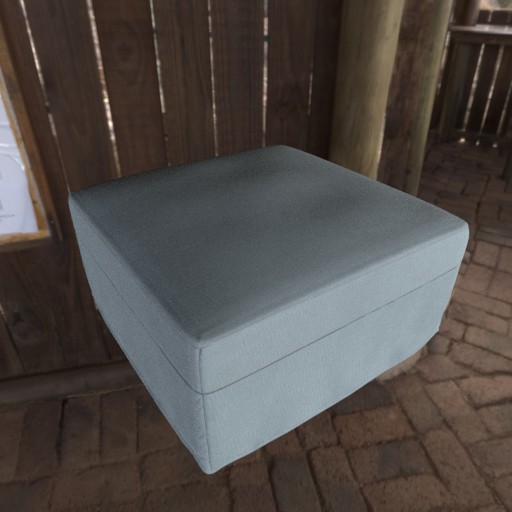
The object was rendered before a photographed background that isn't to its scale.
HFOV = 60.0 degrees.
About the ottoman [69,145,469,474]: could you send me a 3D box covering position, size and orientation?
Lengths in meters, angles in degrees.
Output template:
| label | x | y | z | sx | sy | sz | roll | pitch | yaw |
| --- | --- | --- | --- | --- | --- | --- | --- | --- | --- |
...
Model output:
| label | x | y | z | sx | sy | sz | roll | pitch | yaw |
| --- | --- | --- | --- | --- | --- | --- | --- | --- | --- |
| ottoman | 0.000 | 0.000 | 1.323 | 0.842 | 0.441 | 0.843 | -20 | 37 | -29 |
